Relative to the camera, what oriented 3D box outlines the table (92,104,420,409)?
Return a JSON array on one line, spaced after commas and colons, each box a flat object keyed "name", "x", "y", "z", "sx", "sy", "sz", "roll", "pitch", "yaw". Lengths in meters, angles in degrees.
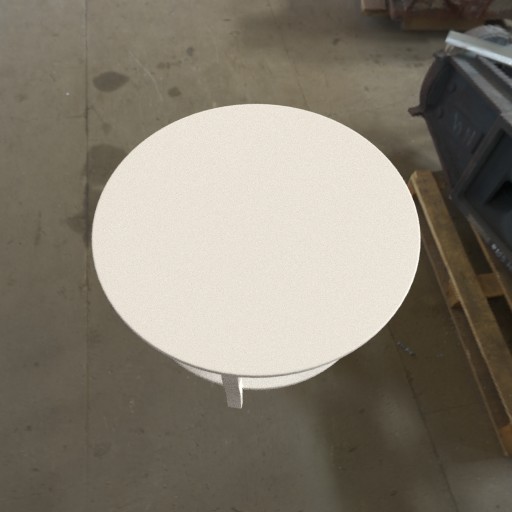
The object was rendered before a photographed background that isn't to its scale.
[{"name": "table", "x": 0.000, "y": 0.000, "z": 1.443, "sx": 0.910, "sy": 0.457, "sz": 0.910, "roll": 0, "pitch": 59, "yaw": 0}]
